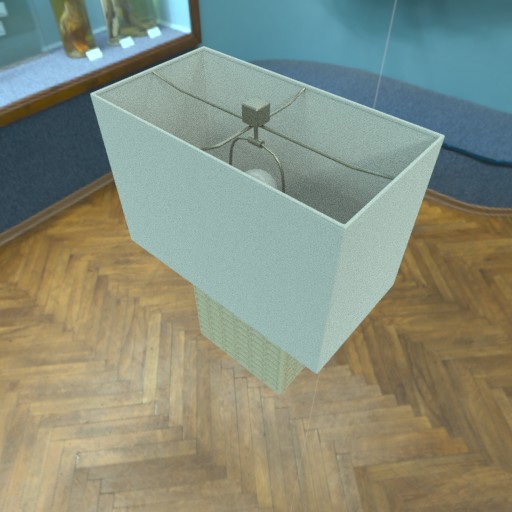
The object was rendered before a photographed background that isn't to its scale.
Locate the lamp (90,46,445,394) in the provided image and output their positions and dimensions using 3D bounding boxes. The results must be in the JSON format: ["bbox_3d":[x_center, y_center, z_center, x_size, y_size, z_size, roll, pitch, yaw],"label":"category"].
[{"bbox_3d":[0.000,0.000,0.699,0.380,0.515,0.200,32,54,27],"label":"lamp"}]
